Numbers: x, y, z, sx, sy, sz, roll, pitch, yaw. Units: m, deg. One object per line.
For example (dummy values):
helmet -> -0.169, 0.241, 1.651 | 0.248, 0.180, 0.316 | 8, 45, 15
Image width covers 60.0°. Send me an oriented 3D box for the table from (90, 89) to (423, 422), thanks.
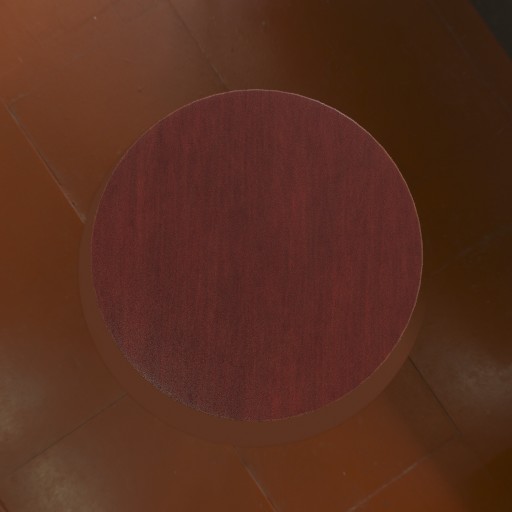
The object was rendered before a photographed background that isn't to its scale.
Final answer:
table -> 0.000, 0.000, 1.603 | 1.029, 0.486, 1.029 | 0, 88, 0
